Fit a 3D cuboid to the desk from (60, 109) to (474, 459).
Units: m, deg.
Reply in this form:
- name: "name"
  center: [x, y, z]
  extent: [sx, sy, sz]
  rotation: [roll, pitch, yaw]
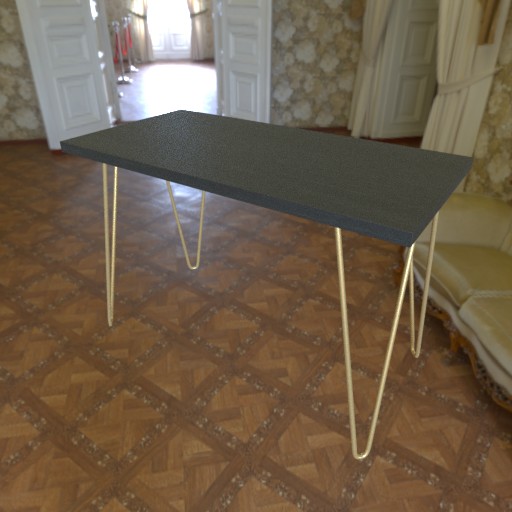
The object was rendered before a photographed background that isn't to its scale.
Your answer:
- name: "desk"
  center: [0.000, 0.000, 1.347]
  extent: [0.991, 0.660, 0.499]
  rotation: [19, 35, 29]
